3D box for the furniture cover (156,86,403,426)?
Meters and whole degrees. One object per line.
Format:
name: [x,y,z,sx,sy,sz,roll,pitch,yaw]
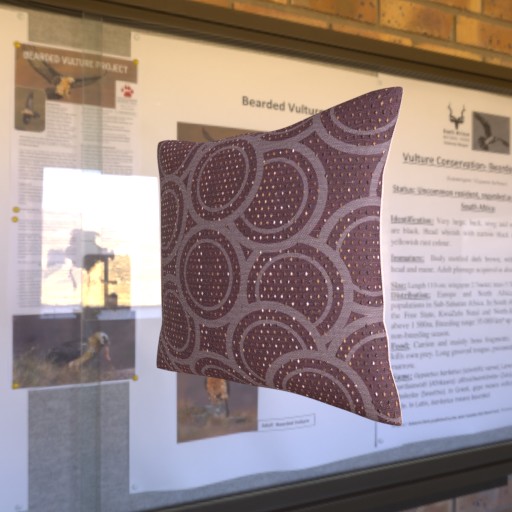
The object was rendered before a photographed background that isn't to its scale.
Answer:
furniture cover: [0.000,0.000,0.827,0.552,0.509,0.193,0,0,37]
